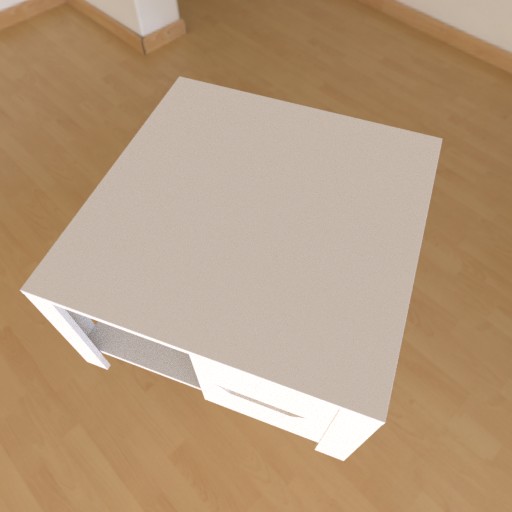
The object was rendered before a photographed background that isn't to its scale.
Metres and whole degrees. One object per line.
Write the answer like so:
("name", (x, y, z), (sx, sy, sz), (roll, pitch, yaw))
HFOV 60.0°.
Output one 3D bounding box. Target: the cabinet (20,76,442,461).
("cabinet", (0.000, 0.000, 1.284), (0.800, 0.460, 0.800), (17, 59, 11))
